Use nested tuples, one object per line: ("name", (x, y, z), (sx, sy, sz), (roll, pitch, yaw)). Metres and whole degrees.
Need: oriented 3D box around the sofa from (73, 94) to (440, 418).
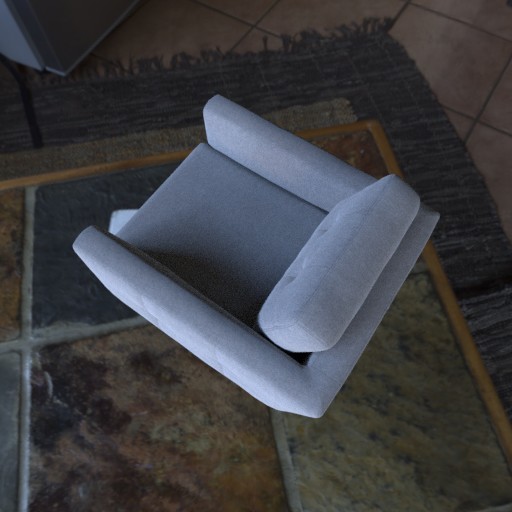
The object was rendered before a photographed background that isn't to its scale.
("sofa", (0.000, 0.000, 1.566), (0.920, 0.860, 0.770), (32, 69, 14))
